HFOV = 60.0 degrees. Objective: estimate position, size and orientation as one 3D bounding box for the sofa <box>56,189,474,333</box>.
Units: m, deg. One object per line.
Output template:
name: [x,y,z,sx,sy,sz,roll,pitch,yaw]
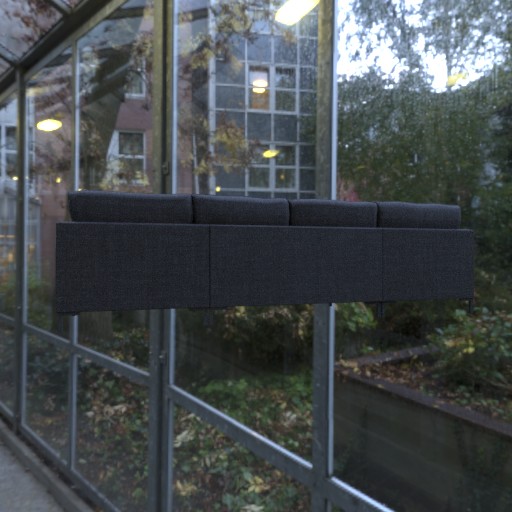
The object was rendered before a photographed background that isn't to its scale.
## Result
sofa: [0.000,0.000,4.346,3.423,0.999,2.048,0,0,-17]
